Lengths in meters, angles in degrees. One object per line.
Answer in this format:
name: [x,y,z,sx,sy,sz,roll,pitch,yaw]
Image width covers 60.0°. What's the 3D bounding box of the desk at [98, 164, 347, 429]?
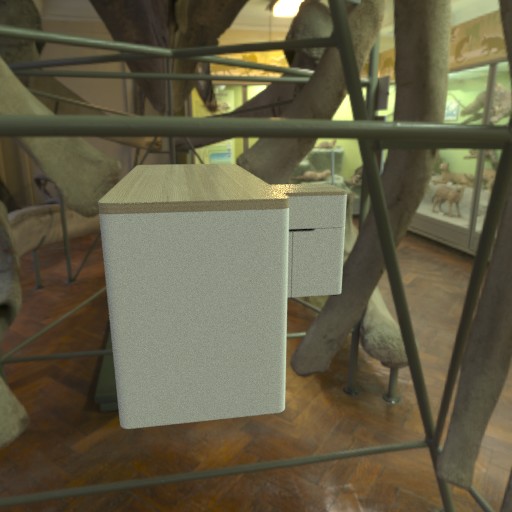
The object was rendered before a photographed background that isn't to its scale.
desk: [0.000,0.000,2.139,1.175,0.770,1.400,-3,16,-9]
